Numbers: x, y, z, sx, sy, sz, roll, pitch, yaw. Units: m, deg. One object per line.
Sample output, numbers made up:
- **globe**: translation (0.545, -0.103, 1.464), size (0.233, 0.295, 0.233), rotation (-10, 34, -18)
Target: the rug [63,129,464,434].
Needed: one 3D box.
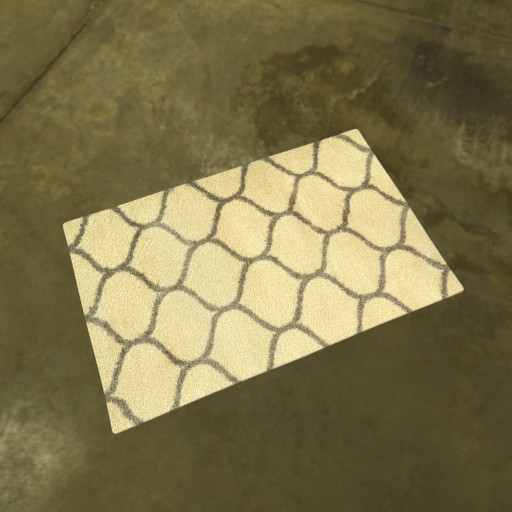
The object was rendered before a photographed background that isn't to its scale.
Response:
- **rug**: translation (0.000, 0.000, 3.023), size (2.348, 0.024, 1.501), rotation (-20, 65, -10)
